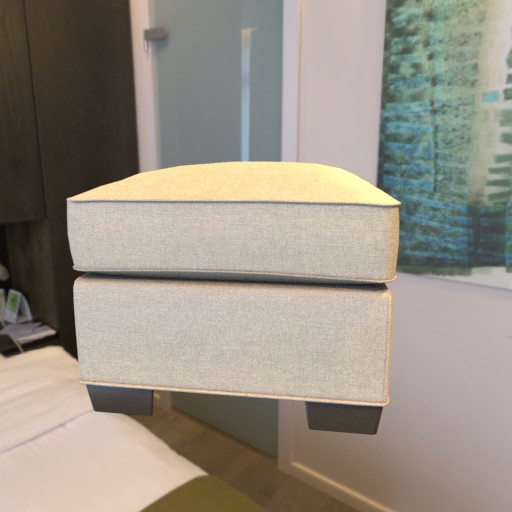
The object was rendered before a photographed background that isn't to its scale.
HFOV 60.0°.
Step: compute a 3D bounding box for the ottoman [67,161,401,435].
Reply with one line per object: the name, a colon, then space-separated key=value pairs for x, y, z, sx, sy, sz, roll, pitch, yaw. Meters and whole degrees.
ottoman: x=0.000 y=0.000 z=1.217 sx=0.619 sy=0.504 sz=0.843 roll=2 pitch=13 yaw=8
